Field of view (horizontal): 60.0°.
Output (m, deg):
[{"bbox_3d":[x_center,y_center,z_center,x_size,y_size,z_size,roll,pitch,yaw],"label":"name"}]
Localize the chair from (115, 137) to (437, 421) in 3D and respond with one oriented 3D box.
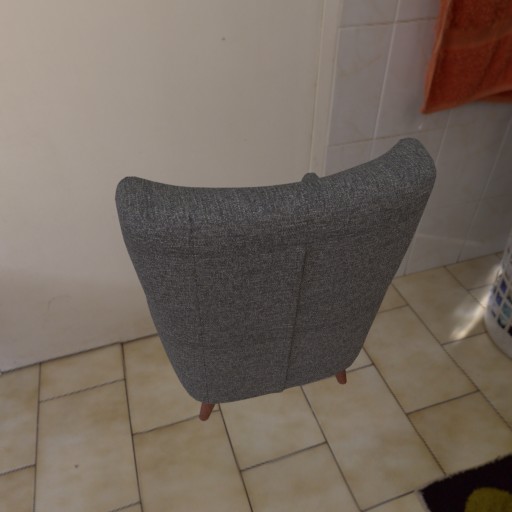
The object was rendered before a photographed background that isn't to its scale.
[{"bbox_3d":[0.000,0.000,1.693,0.878,1.063,0.904,-11,41,-12],"label":"chair"}]
